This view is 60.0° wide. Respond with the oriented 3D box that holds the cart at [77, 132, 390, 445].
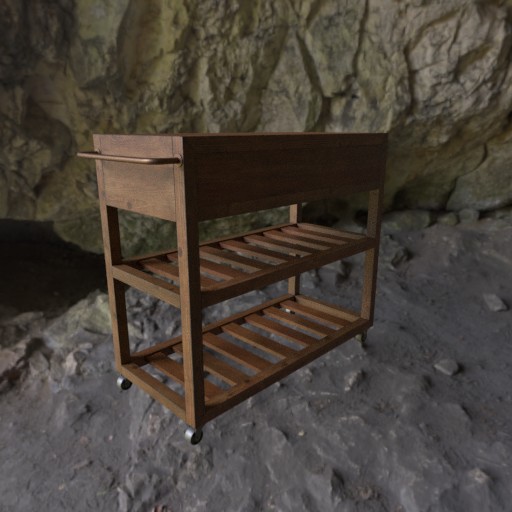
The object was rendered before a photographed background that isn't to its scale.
[{"bbox_3d":[0.000,0.000,1.558,0.445,0.830,1.065,15,22,43],"label":"cart"}]
